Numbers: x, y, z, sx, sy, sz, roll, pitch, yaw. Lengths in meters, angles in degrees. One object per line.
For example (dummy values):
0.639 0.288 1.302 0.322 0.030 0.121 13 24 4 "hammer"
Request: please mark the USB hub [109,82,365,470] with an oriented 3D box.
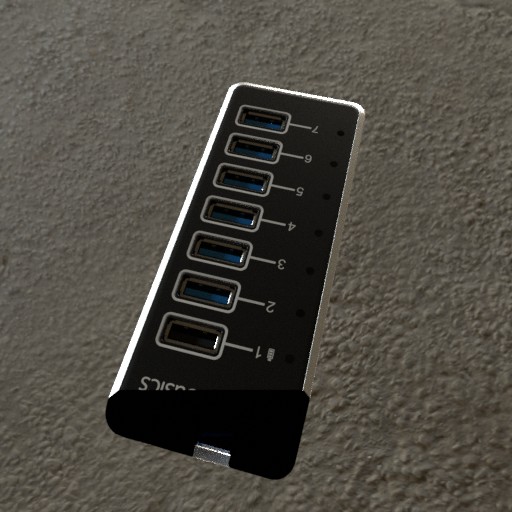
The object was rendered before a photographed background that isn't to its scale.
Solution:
0.000 0.000 0.128 0.044 0.023 0.110 13 64 6 "USB hub"
